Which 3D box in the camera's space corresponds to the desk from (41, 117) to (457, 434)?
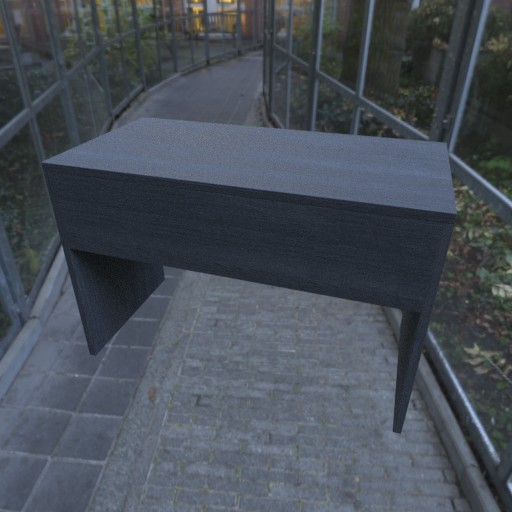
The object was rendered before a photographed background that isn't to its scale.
[{"bbox_3d":[0.000,0.000,1.521,1.099,0.729,0.557,9,32,15],"label":"desk"}]
